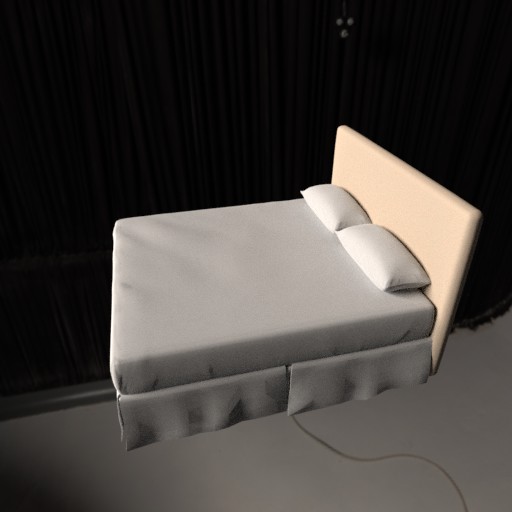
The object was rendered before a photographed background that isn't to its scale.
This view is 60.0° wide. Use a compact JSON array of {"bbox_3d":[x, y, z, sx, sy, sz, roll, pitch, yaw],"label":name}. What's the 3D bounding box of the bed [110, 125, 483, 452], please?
[{"bbox_3d":[0.000,0.000,3.264,2.142,1.330,1.884,-8,32,-12],"label":"bed"}]
